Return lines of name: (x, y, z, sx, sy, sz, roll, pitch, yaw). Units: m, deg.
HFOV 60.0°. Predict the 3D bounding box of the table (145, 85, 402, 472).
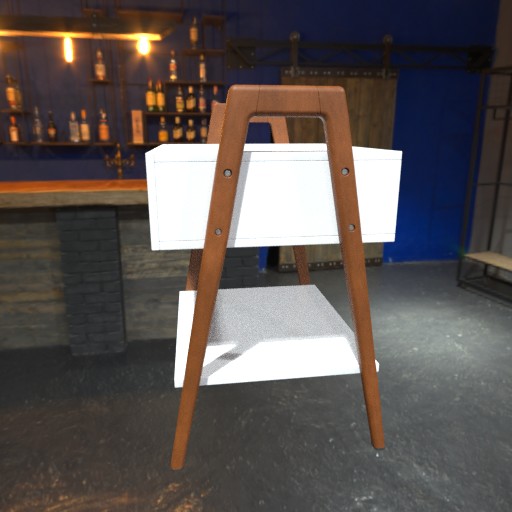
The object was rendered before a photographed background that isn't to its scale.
table: (0.000, 0.000, 0.900, 0.405, 0.610, 0.457, -2, 16, -8)
